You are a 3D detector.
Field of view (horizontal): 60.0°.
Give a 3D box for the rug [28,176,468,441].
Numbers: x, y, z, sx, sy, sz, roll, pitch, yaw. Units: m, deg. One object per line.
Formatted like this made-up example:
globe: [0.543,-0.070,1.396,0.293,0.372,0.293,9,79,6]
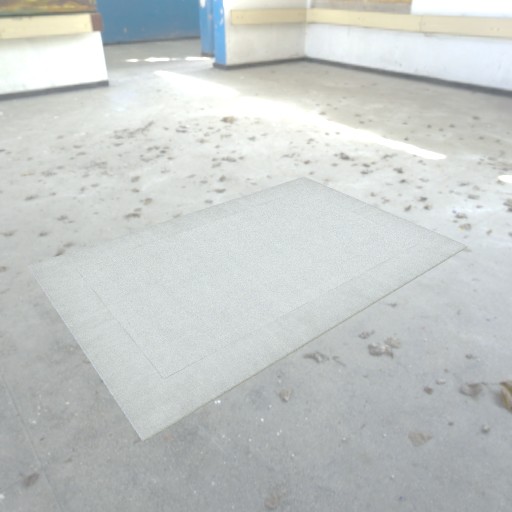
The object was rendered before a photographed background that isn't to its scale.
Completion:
rug: [0.000,0.000,2.205,1.829,0.013,1.219,-23,38,-32]
